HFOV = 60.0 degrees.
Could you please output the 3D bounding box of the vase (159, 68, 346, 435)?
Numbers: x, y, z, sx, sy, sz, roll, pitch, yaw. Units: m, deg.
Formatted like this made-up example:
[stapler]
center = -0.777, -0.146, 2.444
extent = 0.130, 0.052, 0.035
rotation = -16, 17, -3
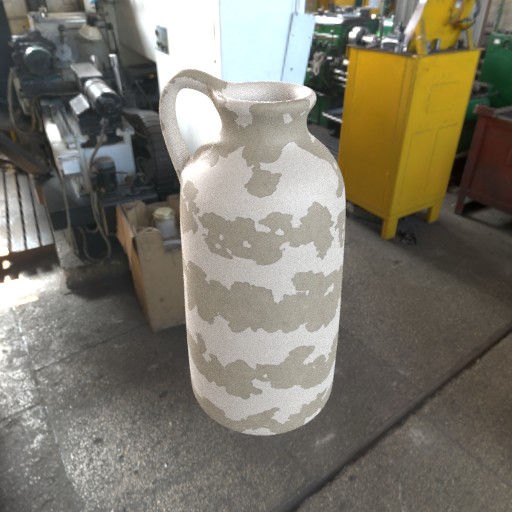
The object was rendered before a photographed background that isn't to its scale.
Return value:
[vase]
center = 0.000, 0.000, 0.492
extent = 0.203, 0.382, 0.186
rotation = 11, 34, 16
